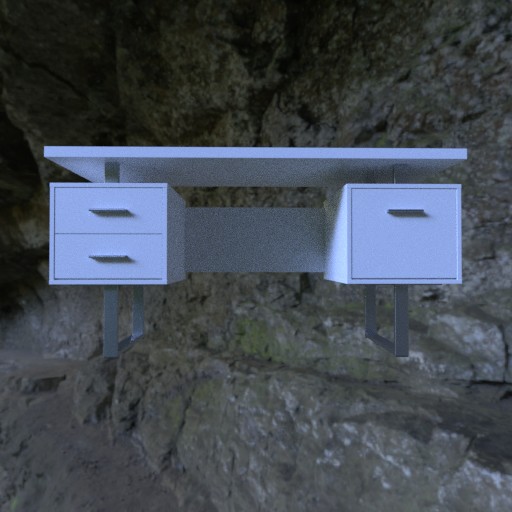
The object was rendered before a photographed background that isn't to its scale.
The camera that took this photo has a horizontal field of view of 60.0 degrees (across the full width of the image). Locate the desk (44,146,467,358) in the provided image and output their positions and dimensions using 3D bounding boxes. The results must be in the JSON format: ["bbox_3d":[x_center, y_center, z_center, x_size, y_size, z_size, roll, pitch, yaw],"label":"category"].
[{"bbox_3d":[0.000,0.000,1.893,1.530,0.773,0.603,0,-1,-1],"label":"desk"}]
